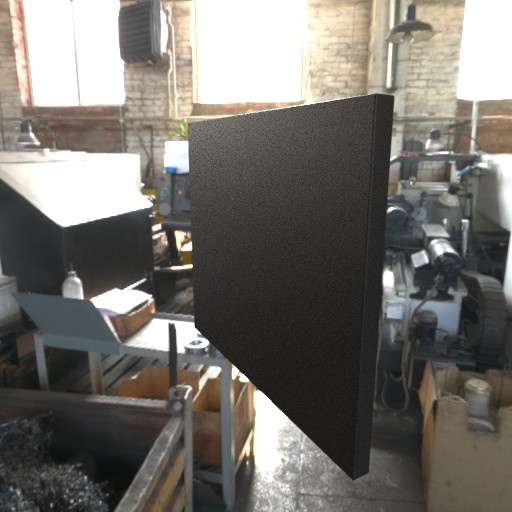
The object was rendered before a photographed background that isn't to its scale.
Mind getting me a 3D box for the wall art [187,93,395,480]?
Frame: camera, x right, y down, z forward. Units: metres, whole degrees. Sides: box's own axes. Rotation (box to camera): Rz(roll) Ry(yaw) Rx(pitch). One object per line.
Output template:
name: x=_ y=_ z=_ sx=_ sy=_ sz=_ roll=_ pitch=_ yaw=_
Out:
wall art: x=0.000 y=0.000 z=0.743 sx=0.031 sy=0.457 sz=0.558 roll=-7 pitch=15 yaw=-27
